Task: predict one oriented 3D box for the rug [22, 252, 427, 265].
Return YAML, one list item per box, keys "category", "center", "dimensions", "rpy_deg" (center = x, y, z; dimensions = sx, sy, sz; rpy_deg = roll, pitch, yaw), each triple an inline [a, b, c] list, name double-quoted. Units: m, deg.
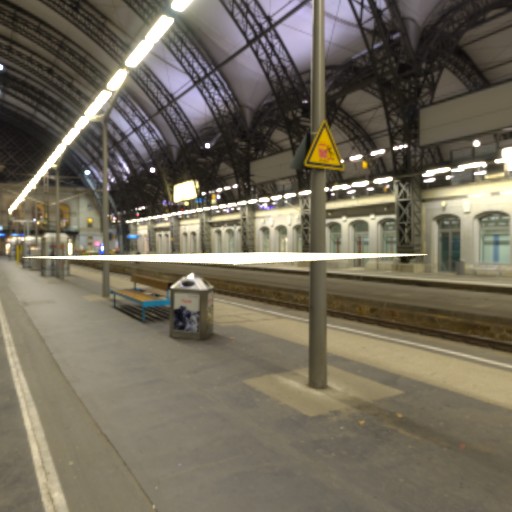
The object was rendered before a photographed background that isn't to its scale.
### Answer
- category: "rug"
  center: [0.000, 0.000, 2.342]
  dimensions: [1.234, 0.006, 1.850]
  rpy_deg: [1, 2, 37]
